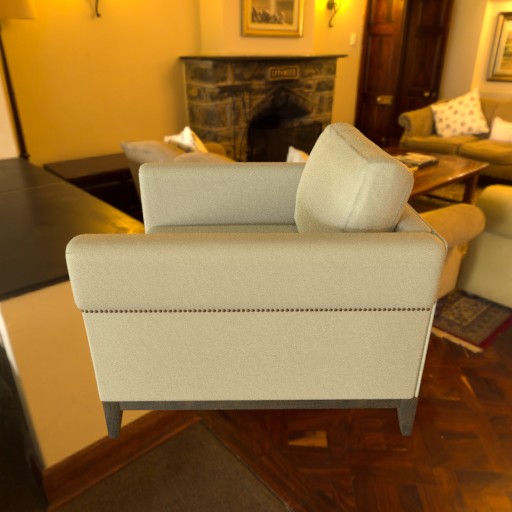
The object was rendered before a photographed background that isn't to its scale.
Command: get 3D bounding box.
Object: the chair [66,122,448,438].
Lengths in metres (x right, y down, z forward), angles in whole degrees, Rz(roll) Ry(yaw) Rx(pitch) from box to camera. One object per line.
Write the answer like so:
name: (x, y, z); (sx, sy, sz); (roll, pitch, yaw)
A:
chair: (0.000, 0.000, 1.595); (0.959, 0.838, 0.914); (0, 25, -1)
